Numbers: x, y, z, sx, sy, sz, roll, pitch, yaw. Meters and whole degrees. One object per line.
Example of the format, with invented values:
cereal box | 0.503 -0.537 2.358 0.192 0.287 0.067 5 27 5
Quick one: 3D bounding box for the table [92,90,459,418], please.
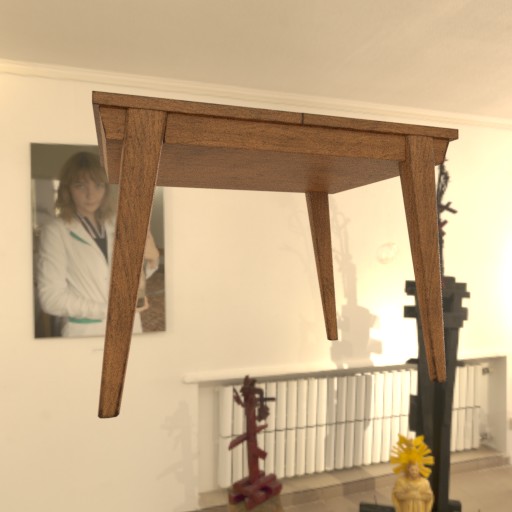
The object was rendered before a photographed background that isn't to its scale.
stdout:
table | 0.000 0.000 1.529 1.027 0.760 0.757 0 0 -18
